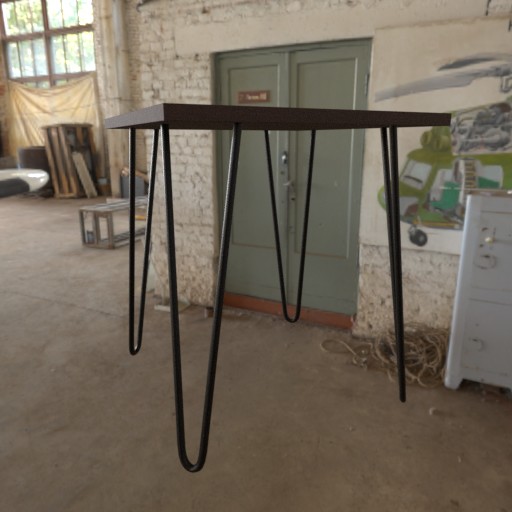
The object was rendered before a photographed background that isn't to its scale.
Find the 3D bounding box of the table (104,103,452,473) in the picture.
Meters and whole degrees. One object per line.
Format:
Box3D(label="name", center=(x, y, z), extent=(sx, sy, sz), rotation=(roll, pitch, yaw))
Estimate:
Box3D(label="table", center=(0.000, 0.000, 0.930), extent=(0.495, 0.559, 0.495), rotation=(-7, 16, -25))
